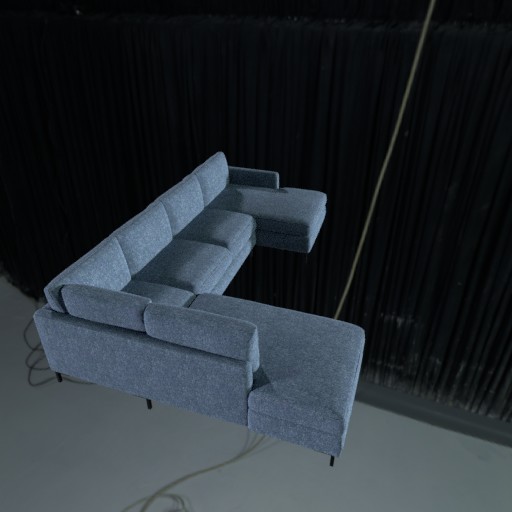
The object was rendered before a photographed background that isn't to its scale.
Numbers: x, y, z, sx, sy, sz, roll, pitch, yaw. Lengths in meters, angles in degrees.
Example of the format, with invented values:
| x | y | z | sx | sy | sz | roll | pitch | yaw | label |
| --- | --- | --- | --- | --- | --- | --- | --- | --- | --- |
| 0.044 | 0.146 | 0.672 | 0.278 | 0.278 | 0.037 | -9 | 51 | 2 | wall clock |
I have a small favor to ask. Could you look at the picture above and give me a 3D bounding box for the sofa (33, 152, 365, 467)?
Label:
| x | y | z | sx | sy | sz | roll | pitch | yaw | label |
| --- | --- | --- | --- | --- | --- | --- | --- | --- | --- |
| 0.000 | 0.000 | 3.512 | 1.879 | 0.756 | 2.737 | 10 | 33 | 16 | sofa |
